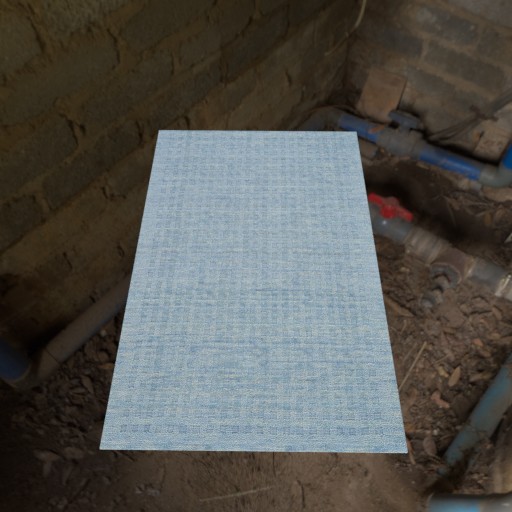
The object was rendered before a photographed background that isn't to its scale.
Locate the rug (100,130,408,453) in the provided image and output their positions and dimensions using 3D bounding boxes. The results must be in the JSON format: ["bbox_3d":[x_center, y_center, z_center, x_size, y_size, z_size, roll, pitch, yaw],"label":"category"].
[{"bbox_3d":[0.000,0.000,2.805,1.522,0.006,2.286,1,57,0],"label":"rug"}]
